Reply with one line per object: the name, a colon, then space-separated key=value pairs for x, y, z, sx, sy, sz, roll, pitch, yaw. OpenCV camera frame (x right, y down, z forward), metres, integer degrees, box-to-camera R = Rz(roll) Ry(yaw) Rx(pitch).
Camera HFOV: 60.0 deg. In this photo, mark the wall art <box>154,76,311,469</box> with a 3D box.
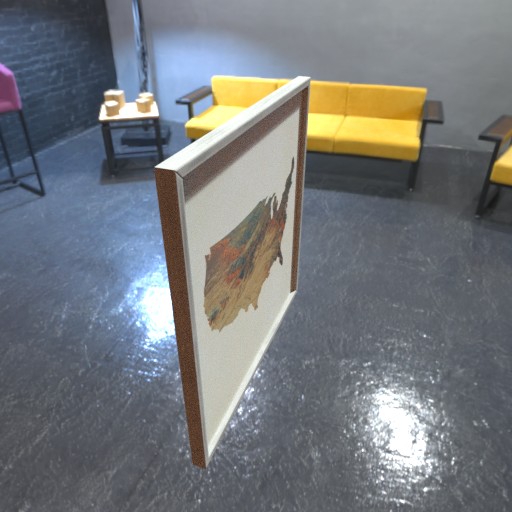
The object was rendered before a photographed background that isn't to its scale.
wall art: x=0.000 y=0.000 z=0.465 sx=0.015 sy=0.303 sz=0.303 roll=12 pitch=34 yaw=18
